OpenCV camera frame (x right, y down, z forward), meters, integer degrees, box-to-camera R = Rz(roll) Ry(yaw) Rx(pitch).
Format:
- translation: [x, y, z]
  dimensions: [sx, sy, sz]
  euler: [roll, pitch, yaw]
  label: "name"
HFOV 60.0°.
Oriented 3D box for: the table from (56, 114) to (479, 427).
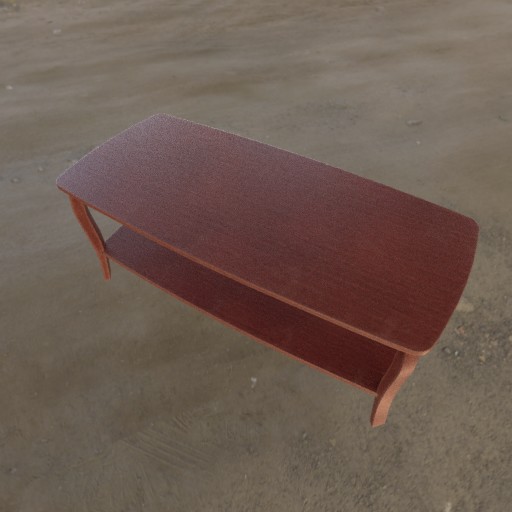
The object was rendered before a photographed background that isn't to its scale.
- translation: [0.000, 0.000, 1.479]
  dimensions: [1.216, 0.473, 0.561]
  euler: [24, 51, 21]
  label: "table"
